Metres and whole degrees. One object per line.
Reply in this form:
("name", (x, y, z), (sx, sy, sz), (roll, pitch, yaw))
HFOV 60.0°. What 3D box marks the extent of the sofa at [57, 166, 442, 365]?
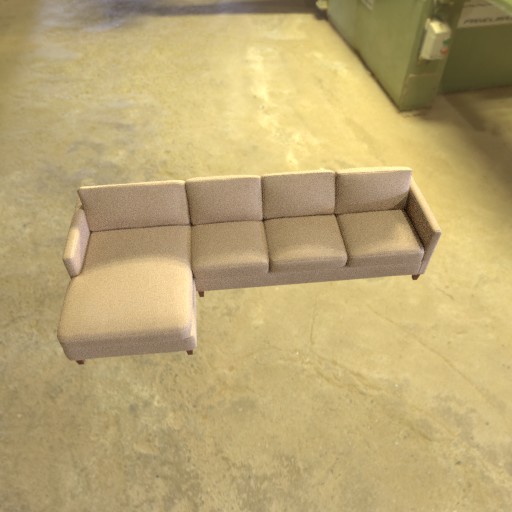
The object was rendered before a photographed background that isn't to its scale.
("sofa", (0.000, 0.000, 3.900), (3.201, 0.876, 1.502), (-4, 47, -4))
